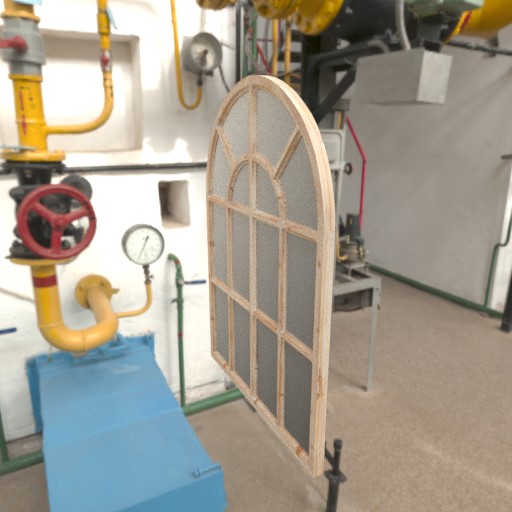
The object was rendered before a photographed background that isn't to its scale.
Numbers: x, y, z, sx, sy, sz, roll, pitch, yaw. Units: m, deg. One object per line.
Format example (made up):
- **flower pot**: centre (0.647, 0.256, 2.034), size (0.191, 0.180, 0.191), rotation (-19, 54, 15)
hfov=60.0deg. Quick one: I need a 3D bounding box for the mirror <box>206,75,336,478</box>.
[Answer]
- **mirror**: centre (0.000, 0.000, 1.212), size (0.032, 0.920, 0.660), rotation (-8, 18, -26)
